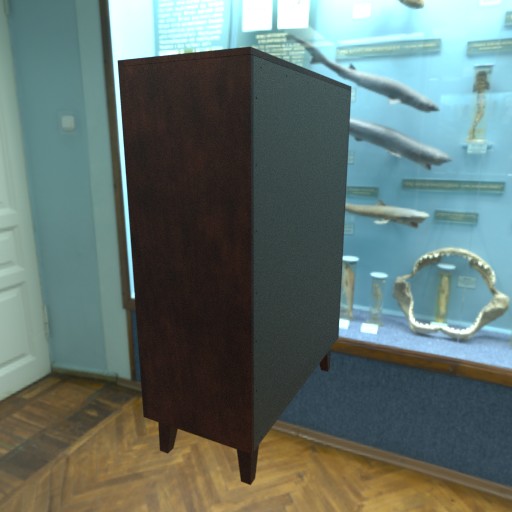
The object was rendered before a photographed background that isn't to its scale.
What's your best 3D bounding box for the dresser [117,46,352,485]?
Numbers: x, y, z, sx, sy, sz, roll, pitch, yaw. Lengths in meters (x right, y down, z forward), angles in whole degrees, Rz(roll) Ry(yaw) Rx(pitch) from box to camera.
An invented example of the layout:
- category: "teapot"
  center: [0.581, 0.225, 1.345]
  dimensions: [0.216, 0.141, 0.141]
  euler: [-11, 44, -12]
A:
- category: "dresser"
  center: [0.000, 0.000, 1.996]
  dimensions: [0.506, 1.514, 1.072]
  euler: [7, 16, 26]
